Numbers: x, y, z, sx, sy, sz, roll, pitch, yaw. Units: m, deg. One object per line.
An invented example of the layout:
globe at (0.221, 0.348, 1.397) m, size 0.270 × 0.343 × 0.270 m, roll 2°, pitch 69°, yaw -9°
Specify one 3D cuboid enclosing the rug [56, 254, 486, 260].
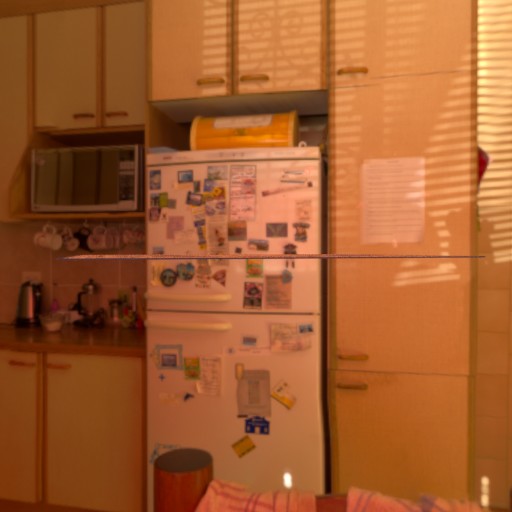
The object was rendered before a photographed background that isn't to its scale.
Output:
rug at (0.000, 0.000, 3.790) m, size 2.940 × 0.011 × 2.053 m, roll 0°, pitch 1°, yaw -19°
